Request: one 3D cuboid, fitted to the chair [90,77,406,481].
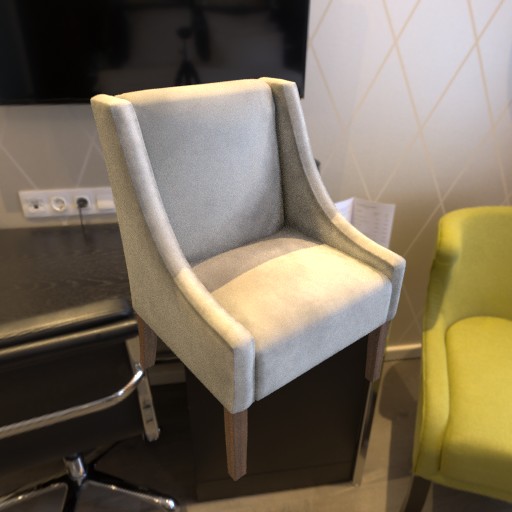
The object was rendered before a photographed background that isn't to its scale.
[{"bbox_3d":[0.000,0.000,1.302,0.629,0.895,0.629,-21,35,-33],"label":"chair"}]
